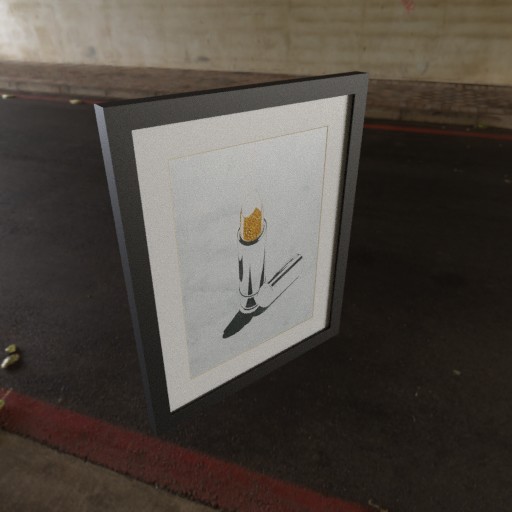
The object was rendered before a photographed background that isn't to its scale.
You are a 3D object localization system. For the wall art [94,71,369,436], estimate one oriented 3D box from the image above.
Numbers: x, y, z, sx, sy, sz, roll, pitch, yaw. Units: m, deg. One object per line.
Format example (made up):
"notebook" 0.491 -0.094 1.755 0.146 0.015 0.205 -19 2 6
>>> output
"wall art" 0.000 0.000 0.769 0.457 0.559 0.029 -21 36 -32
